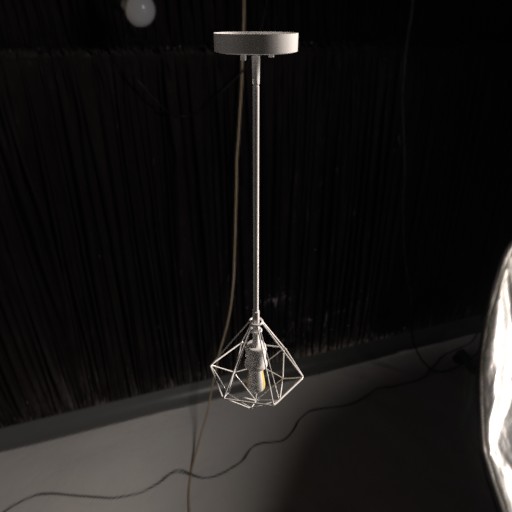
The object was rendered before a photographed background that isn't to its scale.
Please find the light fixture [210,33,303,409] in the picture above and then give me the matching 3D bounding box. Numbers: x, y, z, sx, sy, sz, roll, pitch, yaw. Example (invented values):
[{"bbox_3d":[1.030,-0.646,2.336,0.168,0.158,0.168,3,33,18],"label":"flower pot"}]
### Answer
[{"bbox_3d":[0.000,0.000,1.961,0.431,1.764,0.487,-10,30,-17],"label":"light fixture"}]
